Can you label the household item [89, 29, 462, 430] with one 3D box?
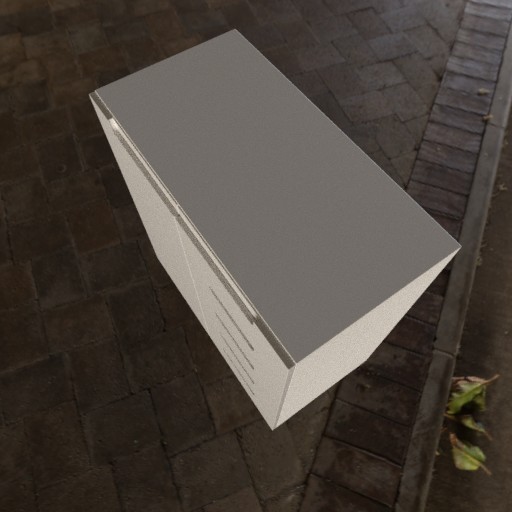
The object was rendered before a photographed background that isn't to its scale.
[{"bbox_3d":[0.000,0.000,1.343,0.420,0.870,0.800,-31,66,-15],"label":"household item"}]
